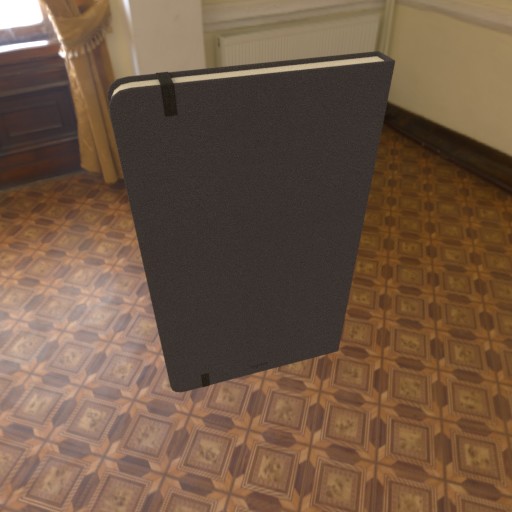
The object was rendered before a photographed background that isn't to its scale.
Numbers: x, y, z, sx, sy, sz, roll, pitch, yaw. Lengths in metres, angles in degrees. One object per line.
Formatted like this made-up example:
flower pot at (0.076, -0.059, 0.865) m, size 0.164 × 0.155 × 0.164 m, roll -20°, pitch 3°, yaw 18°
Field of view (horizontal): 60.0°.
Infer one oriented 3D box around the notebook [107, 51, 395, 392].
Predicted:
notebook at (0.000, 0.000, 0.260) m, size 0.127 × 0.213 × 0.016 m, roll -11°, pitch 42°, yaw -13°
